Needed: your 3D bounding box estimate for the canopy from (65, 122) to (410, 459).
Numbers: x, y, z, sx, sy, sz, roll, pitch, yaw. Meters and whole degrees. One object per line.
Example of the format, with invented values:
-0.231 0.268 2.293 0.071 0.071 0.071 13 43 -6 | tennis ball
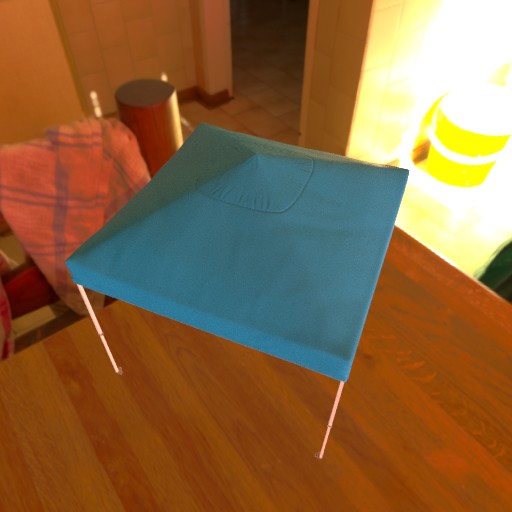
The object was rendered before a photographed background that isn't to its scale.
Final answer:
0.000 0.000 5.575 2.998 2.997 2.996 17 49 16 | canopy
